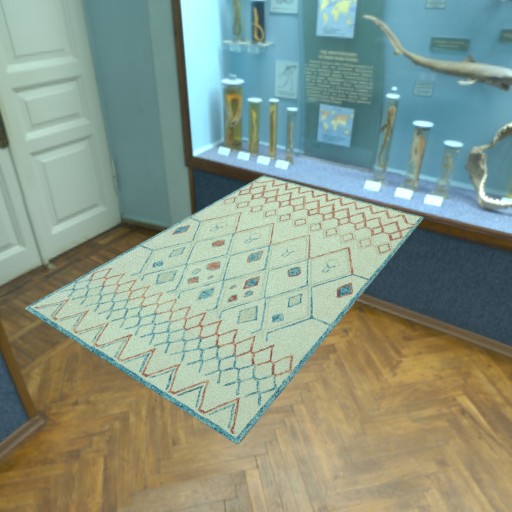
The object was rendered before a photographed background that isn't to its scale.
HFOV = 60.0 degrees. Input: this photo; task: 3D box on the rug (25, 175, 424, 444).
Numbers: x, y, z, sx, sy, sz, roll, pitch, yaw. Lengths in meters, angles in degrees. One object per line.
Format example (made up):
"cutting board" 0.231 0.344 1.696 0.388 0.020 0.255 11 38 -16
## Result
"rug" 0.000 0.000 3.012 1.524 0.015 2.438 20 38 29
